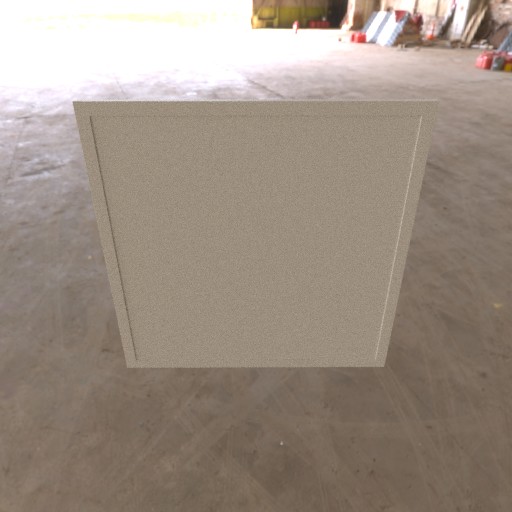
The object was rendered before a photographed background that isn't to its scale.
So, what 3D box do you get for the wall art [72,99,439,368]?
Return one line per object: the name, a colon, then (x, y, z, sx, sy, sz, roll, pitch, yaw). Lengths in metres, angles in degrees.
wall art: (0.000, 0.000, 0.975, 0.660, 0.660, 0.015, 0, 31, 0)
